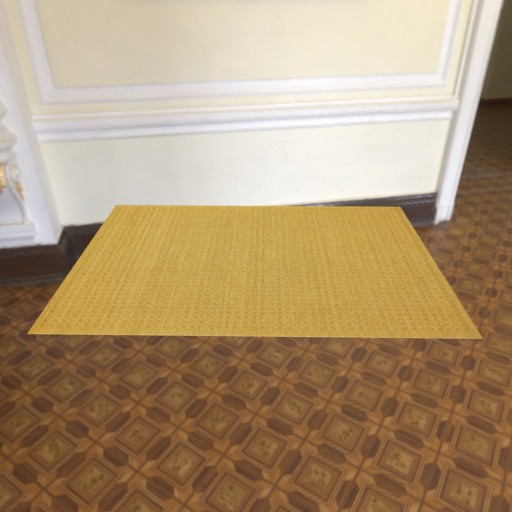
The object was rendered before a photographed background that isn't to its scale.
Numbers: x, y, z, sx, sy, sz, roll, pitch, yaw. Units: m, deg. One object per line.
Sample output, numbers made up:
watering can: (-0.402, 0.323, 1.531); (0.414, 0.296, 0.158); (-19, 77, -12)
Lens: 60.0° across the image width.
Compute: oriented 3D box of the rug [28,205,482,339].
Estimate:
rug: (0.000, 0.000, 3.670); (2.895, 0.006, 1.981); (0, 31, 1)
